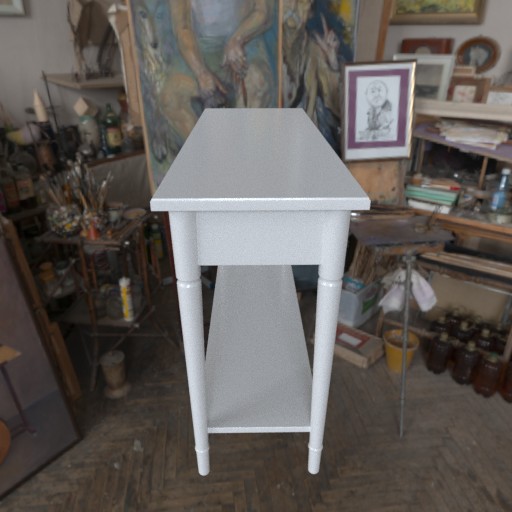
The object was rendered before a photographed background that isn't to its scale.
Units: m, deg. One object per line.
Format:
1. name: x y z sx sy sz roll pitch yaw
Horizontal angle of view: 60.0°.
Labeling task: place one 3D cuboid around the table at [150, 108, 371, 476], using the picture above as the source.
1. table: 0.000 0.000 1.406 0.381 0.749 1.067 0 26 -1
